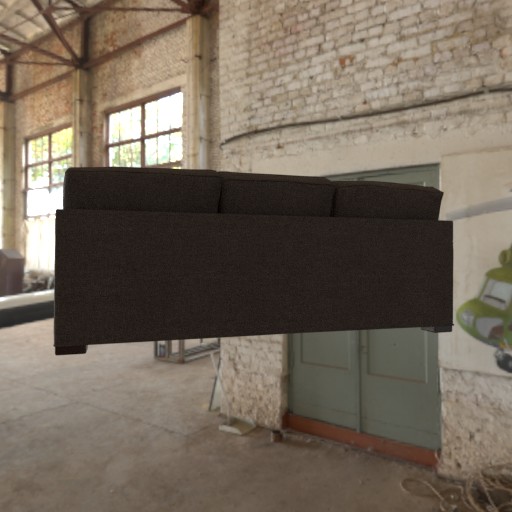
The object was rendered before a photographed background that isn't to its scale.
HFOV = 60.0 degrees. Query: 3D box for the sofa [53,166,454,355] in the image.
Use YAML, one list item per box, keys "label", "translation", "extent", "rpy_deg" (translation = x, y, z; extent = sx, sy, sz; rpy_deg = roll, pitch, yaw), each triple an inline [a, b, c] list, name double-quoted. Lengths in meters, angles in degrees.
- label: "sofa"
  translation: [0.000, 0.000, 2.965]
  extent: [2.369, 0.978, 1.004]
  rpy_deg: [0, 0, -17]
